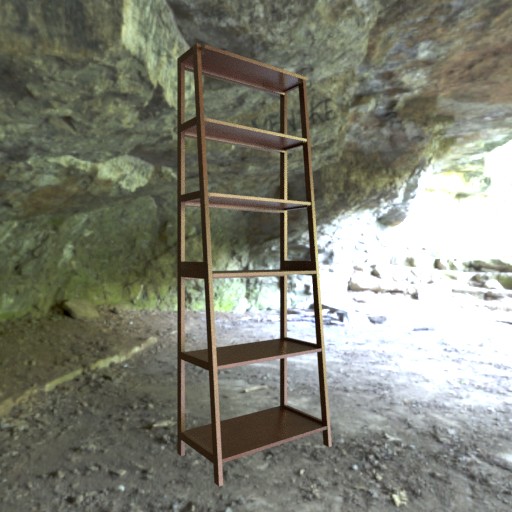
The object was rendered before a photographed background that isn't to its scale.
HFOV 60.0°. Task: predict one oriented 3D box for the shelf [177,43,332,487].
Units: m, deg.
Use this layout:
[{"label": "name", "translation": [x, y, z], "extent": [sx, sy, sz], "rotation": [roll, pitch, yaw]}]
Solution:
[{"label": "shelf", "translation": [0.000, 0.000, 2.164], "extent": [0.660, 1.892, 0.382], "rotation": [0, 0, -36]}]
